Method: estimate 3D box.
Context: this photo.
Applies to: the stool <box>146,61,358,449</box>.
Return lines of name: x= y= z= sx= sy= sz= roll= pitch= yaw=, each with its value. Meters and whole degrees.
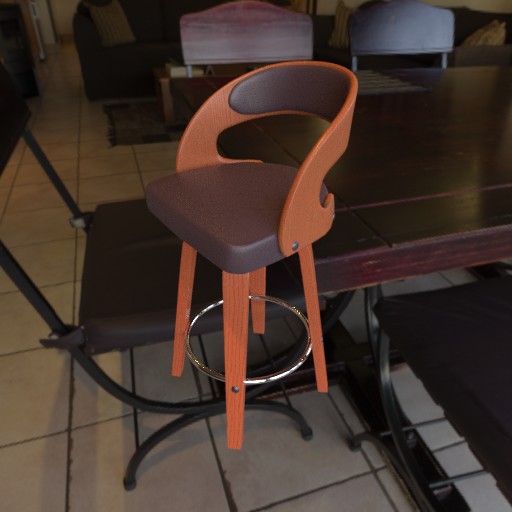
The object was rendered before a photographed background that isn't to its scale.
stool: x=0.000 y=0.000 z=1.213 sx=0.457 sy=0.940 sz=0.457 roll=-22 pitch=38 yaw=-30
